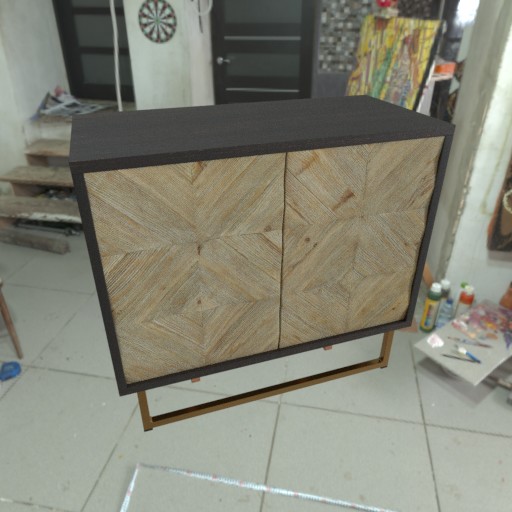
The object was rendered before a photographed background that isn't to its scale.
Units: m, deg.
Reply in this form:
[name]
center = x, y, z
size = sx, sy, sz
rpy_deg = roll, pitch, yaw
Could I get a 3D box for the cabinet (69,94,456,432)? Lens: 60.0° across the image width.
[cabinet]
center = 0.000, 0.000, 1.424
size = 0.950, 0.860, 0.451
rpy_deg = -10, 31, -16
